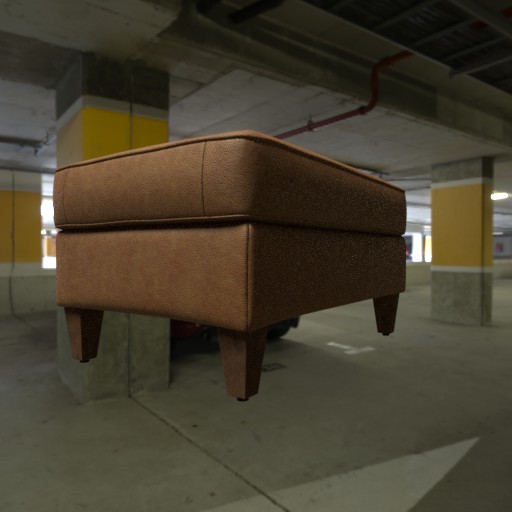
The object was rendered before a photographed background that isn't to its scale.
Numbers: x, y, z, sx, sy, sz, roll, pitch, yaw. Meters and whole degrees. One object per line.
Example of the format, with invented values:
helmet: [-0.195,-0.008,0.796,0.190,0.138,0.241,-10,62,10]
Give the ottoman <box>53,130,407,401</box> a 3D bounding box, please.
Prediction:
ottoman: [0.000,0.000,1.177,0.584,0.483,0.864,0,1,35]
